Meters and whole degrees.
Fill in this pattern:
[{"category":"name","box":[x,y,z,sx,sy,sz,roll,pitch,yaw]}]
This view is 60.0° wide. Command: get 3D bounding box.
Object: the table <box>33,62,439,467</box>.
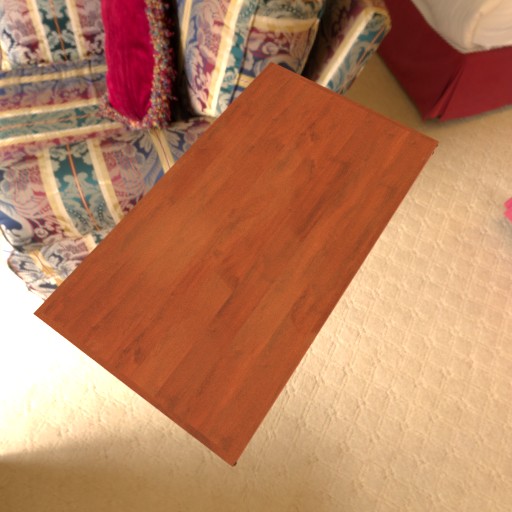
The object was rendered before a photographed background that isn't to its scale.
[{"category":"table","box":[0.000,0.000,1.417,0.610,0.457,1.067,31,68,14]}]
